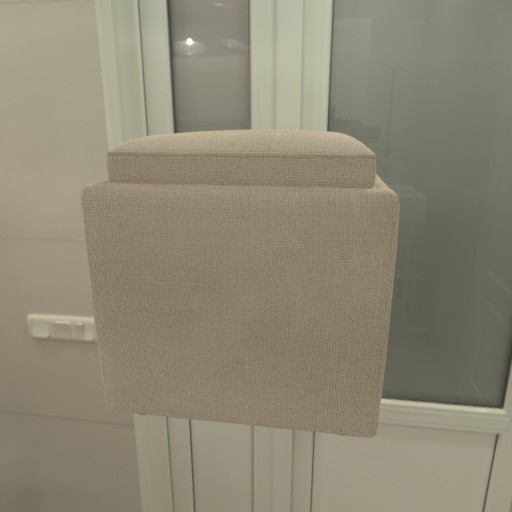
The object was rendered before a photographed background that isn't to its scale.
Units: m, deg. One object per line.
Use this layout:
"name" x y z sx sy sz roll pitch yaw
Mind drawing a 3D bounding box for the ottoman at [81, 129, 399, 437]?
"ottoman" 0.000 0.000 0.839 0.450 0.460 0.451 3 17 9
